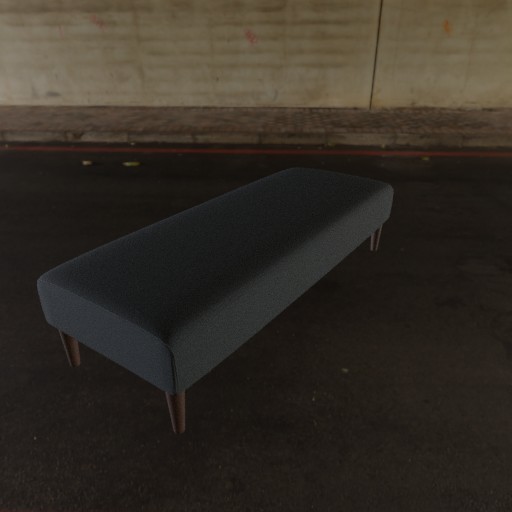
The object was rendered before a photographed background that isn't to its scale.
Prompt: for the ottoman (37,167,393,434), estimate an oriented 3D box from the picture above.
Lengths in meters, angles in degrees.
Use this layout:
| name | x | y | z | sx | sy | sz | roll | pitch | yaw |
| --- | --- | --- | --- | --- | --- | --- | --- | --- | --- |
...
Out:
| name | x | y | z | sx | sy | sz | roll | pitch | yaw |
| --- | --- | --- | --- | --- | --- | --- | --- | --- | --- |
| ottoman | 0.000 | 0.000 | 1.914 | 0.646 | 0.393 | 1.609 | 17 | 31 | 31 |
